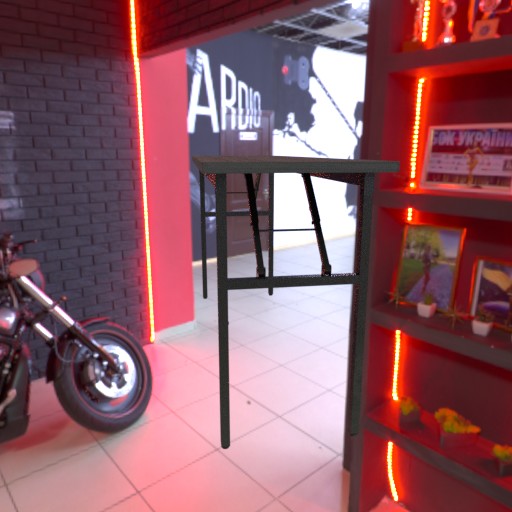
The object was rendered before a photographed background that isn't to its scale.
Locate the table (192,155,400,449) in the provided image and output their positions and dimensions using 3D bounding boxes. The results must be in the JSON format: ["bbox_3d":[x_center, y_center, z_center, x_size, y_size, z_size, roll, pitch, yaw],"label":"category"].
[{"bbox_3d":[0.000,0.000,1.727,0.449,0.750,1.399,-2,13,-9],"label":"table"}]
